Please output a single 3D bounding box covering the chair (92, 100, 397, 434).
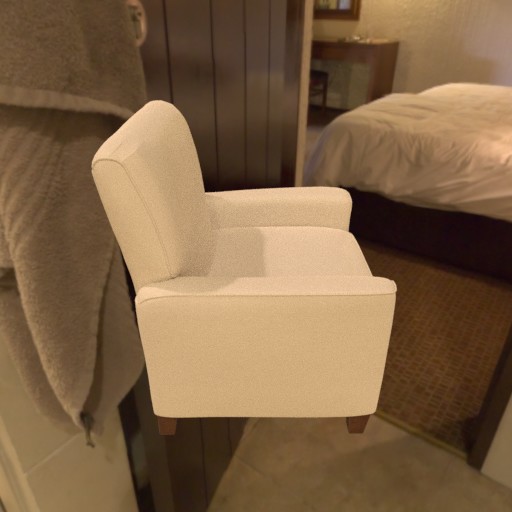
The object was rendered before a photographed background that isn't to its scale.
[{"bbox_3d":[0.000,0.000,1.635,0.858,1.028,0.841,0,30,0],"label":"chair"}]
